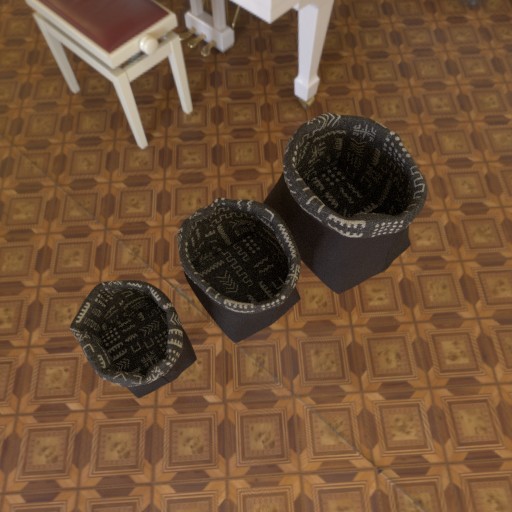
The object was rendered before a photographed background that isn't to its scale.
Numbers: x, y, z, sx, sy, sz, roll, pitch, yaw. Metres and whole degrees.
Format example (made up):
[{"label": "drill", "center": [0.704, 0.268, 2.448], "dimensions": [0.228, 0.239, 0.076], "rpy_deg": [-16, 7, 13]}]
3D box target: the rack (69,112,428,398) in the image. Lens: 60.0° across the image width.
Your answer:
[{"label": "rack", "center": [0.000, 0.000, 1.107], "dimensions": [0.905, 0.323, 0.379], "rpy_deg": [-33, 68, -15]}]
